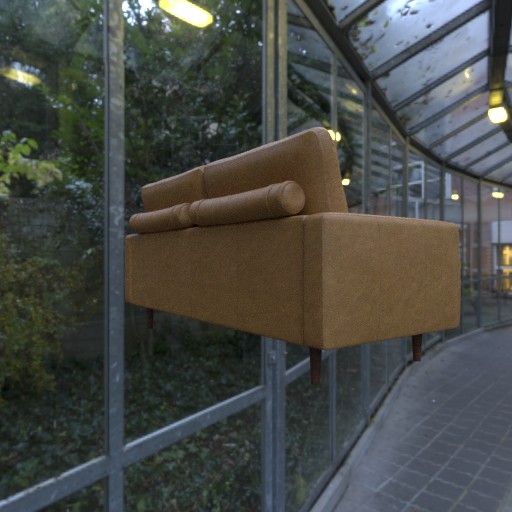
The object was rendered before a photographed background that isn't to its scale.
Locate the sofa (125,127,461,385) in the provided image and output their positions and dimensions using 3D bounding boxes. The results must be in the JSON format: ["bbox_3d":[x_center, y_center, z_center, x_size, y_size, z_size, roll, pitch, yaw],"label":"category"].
[{"bbox_3d":[0.000,0.000,2.316,0.850,0.898,1.821,0,0,-36],"label":"sofa"}]
